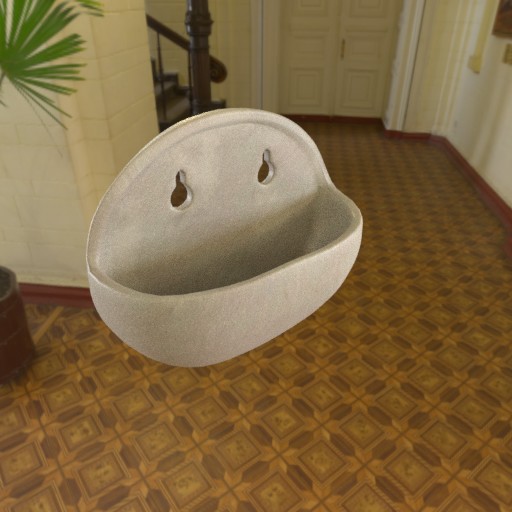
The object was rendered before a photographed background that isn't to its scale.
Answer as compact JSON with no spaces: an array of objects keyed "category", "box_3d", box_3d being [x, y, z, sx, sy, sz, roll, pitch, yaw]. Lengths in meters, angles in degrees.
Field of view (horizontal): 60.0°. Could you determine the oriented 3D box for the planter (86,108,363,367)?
[{"category":"planter","box_3d":[0.000,0.000,0.274,0.190,0.164,0.073,-22,37,-32]}]
